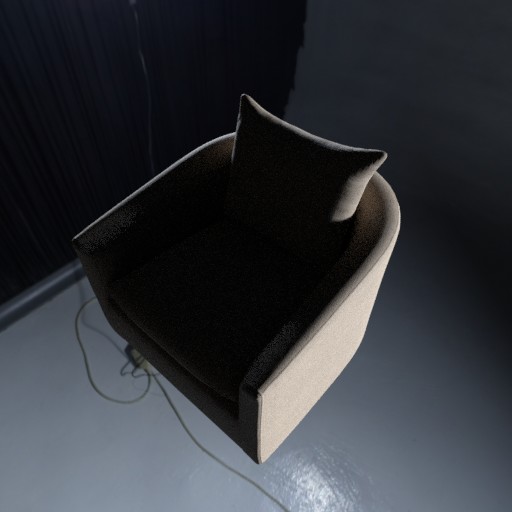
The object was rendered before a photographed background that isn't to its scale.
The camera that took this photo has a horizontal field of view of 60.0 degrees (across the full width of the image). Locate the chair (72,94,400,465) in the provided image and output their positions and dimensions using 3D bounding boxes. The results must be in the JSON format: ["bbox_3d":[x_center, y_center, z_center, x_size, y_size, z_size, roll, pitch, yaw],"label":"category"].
[{"bbox_3d":[0.000,0.000,1.594,0.845,0.848,0.910,33,55,27],"label":"chair"}]
